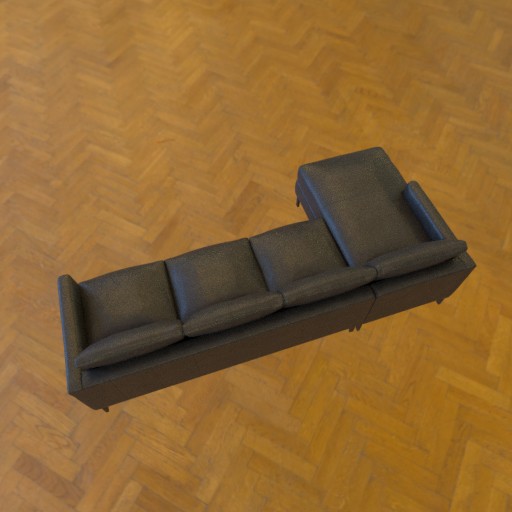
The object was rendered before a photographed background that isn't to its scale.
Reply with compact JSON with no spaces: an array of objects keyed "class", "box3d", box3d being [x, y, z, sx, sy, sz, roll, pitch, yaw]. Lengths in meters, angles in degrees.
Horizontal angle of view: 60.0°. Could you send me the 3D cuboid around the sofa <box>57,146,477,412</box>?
[{"class":"sofa","box3d":[0.000,0.000,3.585,2.993,0.859,1.471,-16,59,-10]}]
